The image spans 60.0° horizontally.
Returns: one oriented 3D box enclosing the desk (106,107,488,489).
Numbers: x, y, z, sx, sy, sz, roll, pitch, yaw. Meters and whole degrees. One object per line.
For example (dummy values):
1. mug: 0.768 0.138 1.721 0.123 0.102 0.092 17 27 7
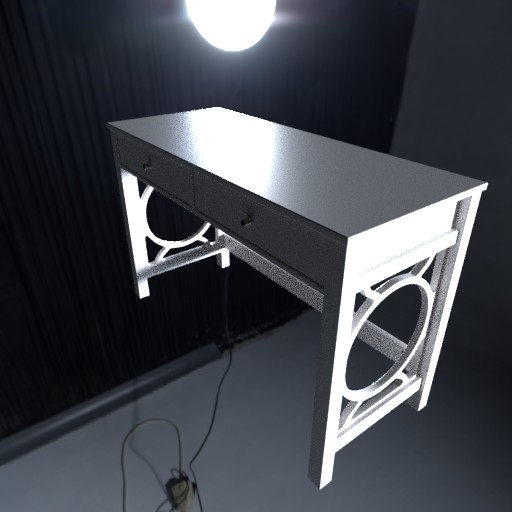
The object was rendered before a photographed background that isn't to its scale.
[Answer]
1. desk: 0.000 0.000 1.536 0.504 0.762 1.191 -20 35 -32
